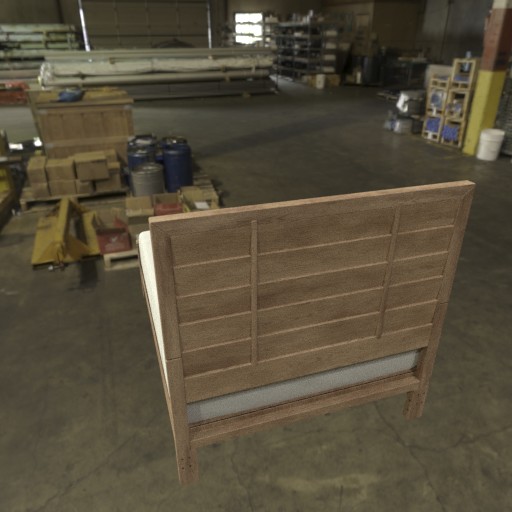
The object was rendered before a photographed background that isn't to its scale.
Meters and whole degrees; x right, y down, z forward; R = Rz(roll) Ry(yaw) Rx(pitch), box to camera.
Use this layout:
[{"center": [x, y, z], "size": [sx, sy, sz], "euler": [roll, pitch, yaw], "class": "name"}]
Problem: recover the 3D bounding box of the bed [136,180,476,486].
[{"center": [0.000, 0.000, 3.311], "size": [1.626, 1.626, 2.197], "euler": [-9, 28, -16], "class": "bed"}]
